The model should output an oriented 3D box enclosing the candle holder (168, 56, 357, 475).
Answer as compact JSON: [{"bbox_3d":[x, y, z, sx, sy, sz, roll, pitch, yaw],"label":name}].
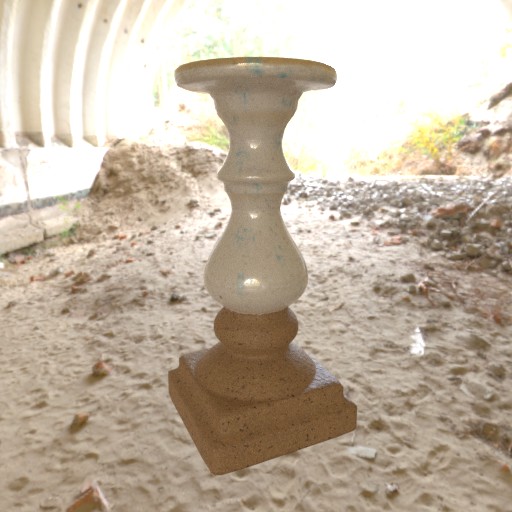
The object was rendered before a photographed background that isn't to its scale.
[{"bbox_3d":[0.000,0.000,0.307,0.110,0.239,0.110,-7,16,-25],"label":"candle holder"}]
